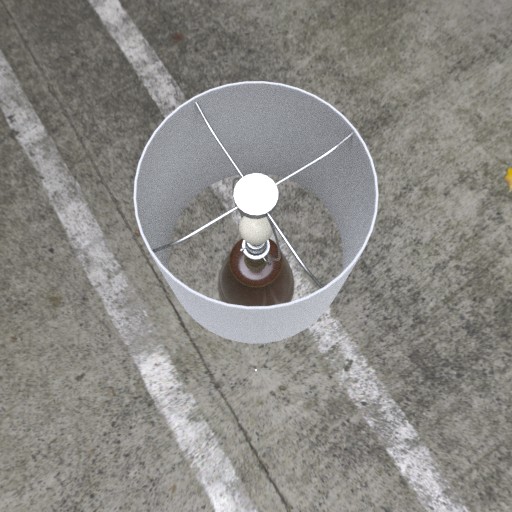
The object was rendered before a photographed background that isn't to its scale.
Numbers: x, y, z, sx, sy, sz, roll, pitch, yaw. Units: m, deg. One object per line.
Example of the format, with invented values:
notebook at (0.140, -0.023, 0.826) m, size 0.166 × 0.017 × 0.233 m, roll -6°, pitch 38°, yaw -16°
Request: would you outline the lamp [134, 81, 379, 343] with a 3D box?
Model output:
lamp at (0.000, 0.000, 0.475) m, size 0.186 × 0.369 × 0.186 m, roll 0°, pitch 76°, yaw 0°
